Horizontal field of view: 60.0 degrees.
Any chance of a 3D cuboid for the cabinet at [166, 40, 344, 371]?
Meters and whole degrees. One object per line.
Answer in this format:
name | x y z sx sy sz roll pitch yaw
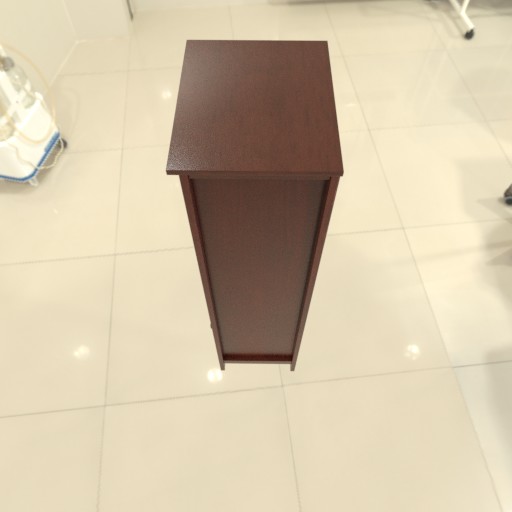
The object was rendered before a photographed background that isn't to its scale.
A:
cabinet | 0.000 0.000 1.771 0.401 1.518 0.500 1 58 0
